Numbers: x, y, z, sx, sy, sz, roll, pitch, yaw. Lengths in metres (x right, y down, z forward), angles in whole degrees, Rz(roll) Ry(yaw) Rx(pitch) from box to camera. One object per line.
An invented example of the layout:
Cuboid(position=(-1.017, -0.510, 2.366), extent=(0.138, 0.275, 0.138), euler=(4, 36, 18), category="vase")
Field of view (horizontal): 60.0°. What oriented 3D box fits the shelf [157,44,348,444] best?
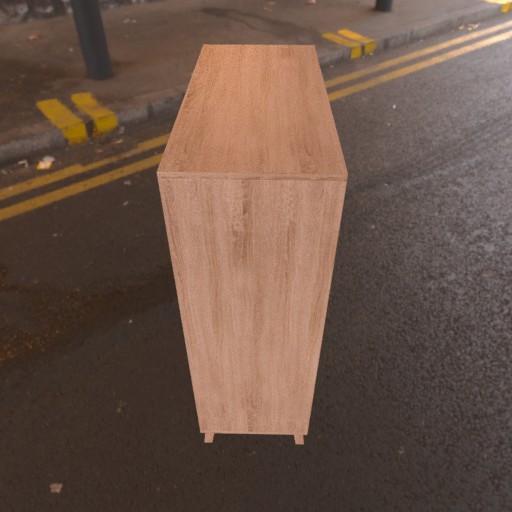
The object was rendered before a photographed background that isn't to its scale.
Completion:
Cuboid(position=(0.000, 0.000, 1.869), extent=(0.450, 1.390, 1.000), euler=(1, 41, 1), category="shelf")
